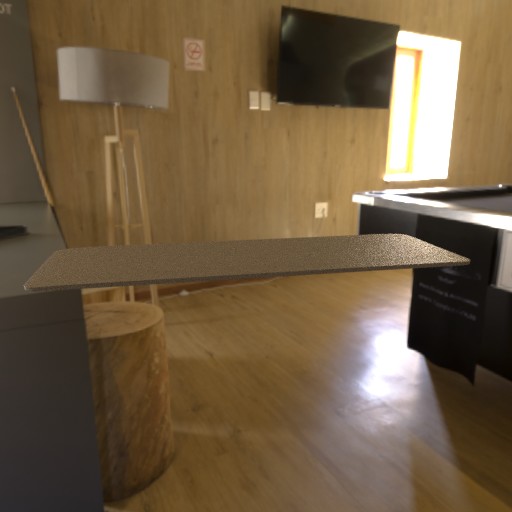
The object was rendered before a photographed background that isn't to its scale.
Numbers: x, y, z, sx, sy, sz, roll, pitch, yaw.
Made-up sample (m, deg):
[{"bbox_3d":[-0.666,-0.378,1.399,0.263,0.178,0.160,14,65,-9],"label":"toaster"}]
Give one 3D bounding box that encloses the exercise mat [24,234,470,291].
[{"bbox_3d":[0.000,0.000,2.079,1.884,0.021,0.616,-3,15,-11],"label":"exercise mat"}]
